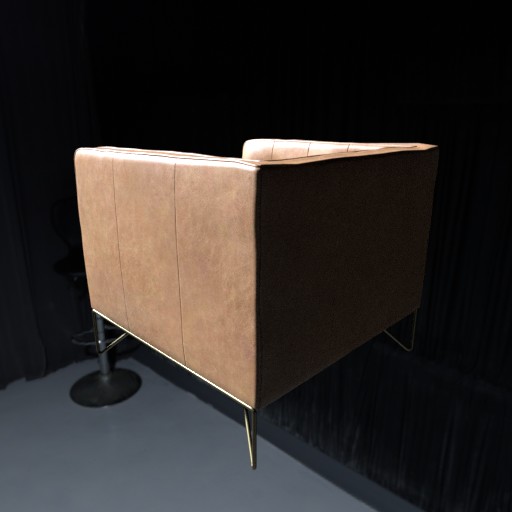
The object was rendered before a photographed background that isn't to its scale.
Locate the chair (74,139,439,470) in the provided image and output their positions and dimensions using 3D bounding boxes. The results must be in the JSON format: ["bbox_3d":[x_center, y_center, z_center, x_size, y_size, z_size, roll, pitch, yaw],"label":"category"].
[{"bbox_3d":[0.000,0.000,1.626,0.912,0.797,0.920,16,24,42],"label":"chair"}]
